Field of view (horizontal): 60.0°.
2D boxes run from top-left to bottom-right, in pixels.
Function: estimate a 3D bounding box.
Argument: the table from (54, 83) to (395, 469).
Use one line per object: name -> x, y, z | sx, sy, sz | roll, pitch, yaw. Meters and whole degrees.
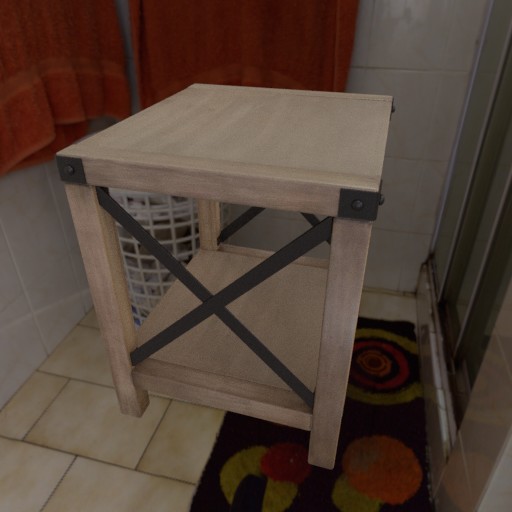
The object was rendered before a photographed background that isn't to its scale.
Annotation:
table -> 0.000, 0.000, 0.914 | 0.459, 0.561, 0.510 | 9, 33, 14
